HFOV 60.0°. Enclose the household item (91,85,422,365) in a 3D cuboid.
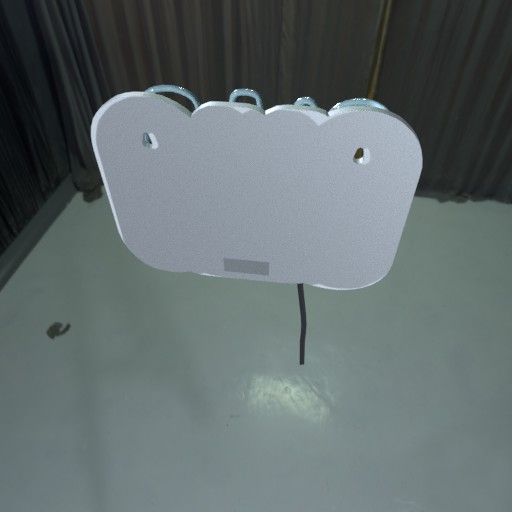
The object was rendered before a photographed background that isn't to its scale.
[{"bbox_3d":[0.000,0.000,0.375,0.211,0.294,0.042,5,46,5],"label":"household item"}]
